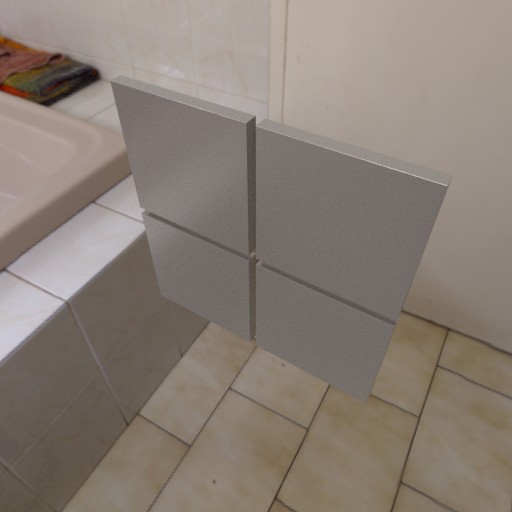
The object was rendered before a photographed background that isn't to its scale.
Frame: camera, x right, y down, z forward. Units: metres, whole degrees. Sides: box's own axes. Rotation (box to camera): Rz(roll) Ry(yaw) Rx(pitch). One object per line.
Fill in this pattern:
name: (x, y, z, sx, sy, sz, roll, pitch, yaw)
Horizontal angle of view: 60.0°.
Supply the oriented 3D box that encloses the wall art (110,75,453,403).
wall art: (0.000, 0.000, 0.922, 0.611, 0.611, 0.029, 24, 50, 22)
